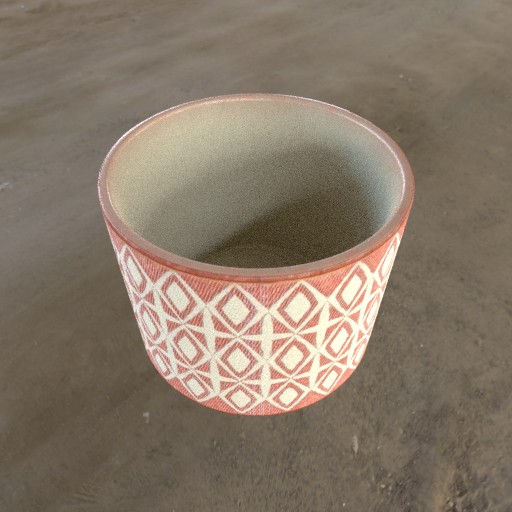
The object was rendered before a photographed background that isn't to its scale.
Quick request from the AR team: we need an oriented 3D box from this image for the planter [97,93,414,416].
[{"bbox_3d":[0.000,0.000,0.476,0.273,0.237,0.273,0,45,0],"label":"planter"}]
